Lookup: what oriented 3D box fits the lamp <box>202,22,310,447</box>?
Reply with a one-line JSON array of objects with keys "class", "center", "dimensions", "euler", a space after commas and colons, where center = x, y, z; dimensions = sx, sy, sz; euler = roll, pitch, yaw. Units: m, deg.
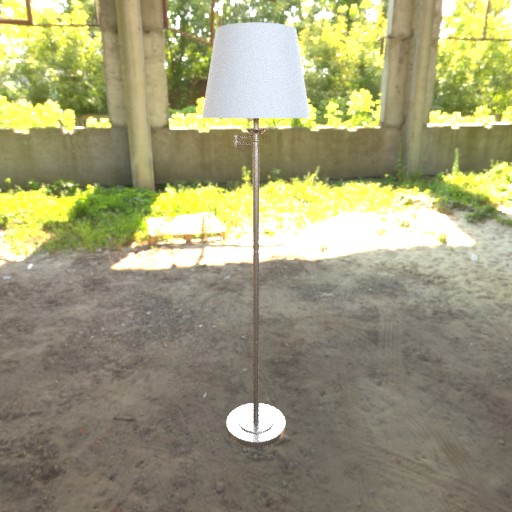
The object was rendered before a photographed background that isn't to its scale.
[{"class": "lamp", "center": [0.000, 0.000, 1.603], "dimensions": [0.355, 1.473, 0.355], "euler": [0, 18, 0]}]
